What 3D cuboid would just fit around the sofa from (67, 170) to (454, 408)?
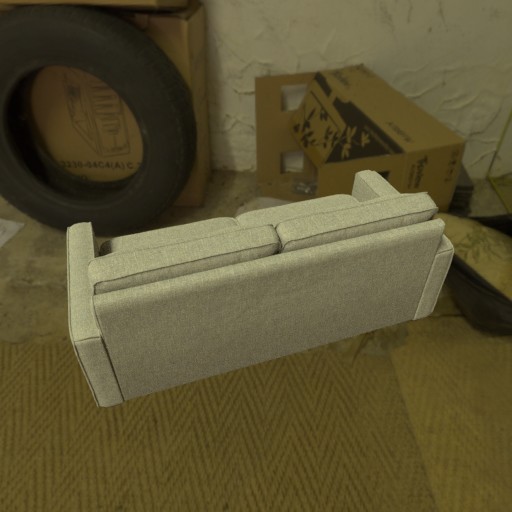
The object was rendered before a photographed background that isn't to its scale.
[{"bbox_3d":[0.000,0.000,2.636,2.078,0.918,0.945,-12,42,-14],"label":"sofa"}]
